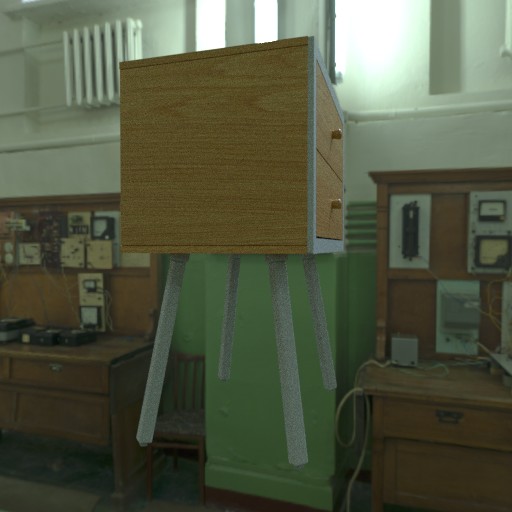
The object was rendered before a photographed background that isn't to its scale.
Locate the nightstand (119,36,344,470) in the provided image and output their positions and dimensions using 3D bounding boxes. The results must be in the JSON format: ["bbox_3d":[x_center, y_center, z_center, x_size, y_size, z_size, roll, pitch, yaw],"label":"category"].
[{"bbox_3d":[0.000,0.000,0.831,0.316,0.601,0.400,0,1,17],"label":"nightstand"}]
